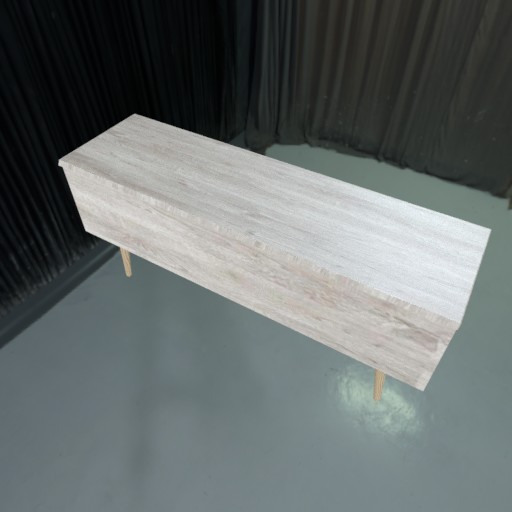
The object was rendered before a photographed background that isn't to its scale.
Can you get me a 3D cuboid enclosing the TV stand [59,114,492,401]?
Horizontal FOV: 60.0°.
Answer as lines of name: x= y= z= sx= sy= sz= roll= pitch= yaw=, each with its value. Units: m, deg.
TV stand: x=0.000 y=0.000 z=1.561 sx=1.313 sy=0.565 sz=0.401 roll=23 pitch=49 yaw=21
